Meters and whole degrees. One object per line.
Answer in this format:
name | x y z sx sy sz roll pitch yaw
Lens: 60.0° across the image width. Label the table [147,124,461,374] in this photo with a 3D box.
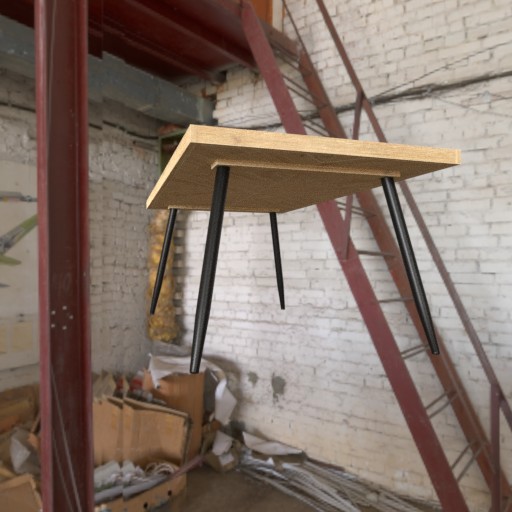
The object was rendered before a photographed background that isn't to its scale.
table | 0.000 0.000 2.321 0.991 0.762 1.803 0 -1 -18
